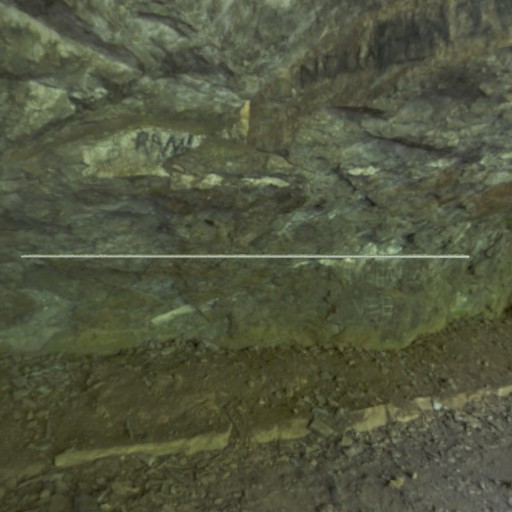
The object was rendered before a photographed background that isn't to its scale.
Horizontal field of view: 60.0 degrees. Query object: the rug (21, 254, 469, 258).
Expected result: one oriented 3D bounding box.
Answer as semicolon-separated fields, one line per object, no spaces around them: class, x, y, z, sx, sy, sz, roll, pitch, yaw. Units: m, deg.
rug;0.000;0.000;2.274;1.824;0.012;1.206;0;0;18
